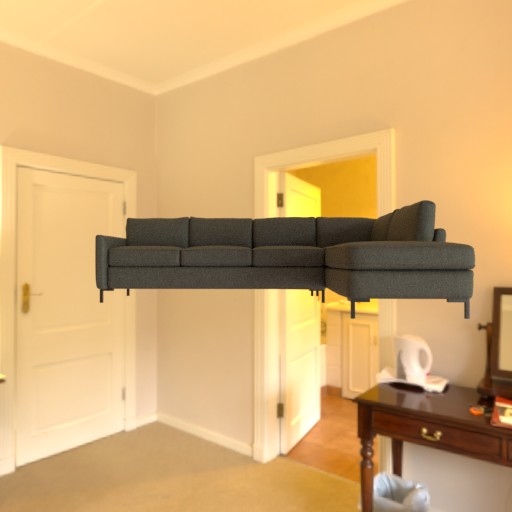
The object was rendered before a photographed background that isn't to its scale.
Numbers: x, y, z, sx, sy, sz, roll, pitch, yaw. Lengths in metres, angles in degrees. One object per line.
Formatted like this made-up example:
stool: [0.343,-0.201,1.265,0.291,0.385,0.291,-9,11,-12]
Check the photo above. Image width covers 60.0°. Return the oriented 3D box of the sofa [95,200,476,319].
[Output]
sofa: [0.000,0.000,3.912,2.972,0.858,1.984,0,-1,1]
